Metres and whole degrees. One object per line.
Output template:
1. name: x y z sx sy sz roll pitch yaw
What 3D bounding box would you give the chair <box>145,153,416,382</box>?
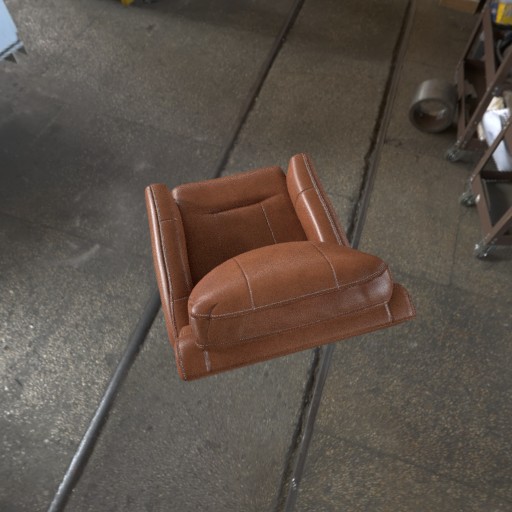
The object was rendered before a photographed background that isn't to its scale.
1. chair: 0.000 0.000 1.802 0.821 1.016 1.072 -13 61 -8
